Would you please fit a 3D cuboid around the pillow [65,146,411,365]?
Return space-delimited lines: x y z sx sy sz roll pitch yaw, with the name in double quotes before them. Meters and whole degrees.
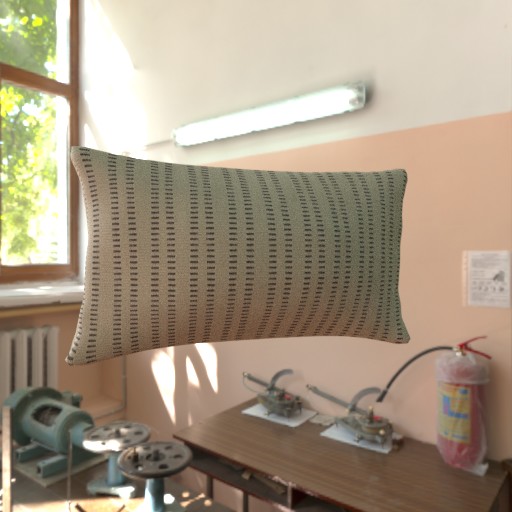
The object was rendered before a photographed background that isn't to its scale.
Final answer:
"pillow" 0.000 0.000 0.809 0.640 0.353 0.210 0 0 -18
